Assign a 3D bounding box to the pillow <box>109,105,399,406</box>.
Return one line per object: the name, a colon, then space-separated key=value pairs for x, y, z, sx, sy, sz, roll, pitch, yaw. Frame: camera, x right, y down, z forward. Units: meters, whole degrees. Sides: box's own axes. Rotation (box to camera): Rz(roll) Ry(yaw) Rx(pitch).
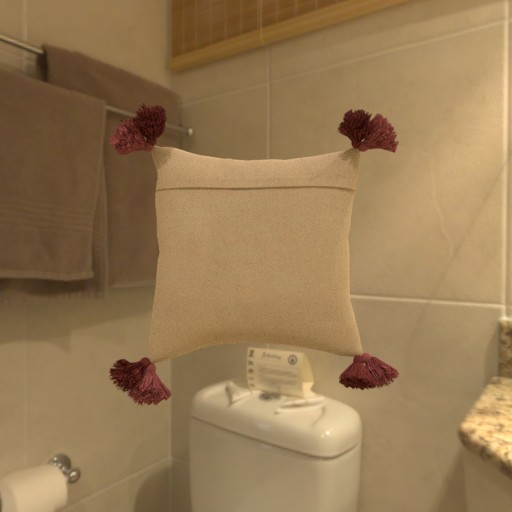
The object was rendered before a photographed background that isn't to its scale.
pillow: x=0.000 y=0.000 z=0.995 sx=0.641 sy=0.659 sz=0.138 roll=0 pitch=1 yaw=-1
